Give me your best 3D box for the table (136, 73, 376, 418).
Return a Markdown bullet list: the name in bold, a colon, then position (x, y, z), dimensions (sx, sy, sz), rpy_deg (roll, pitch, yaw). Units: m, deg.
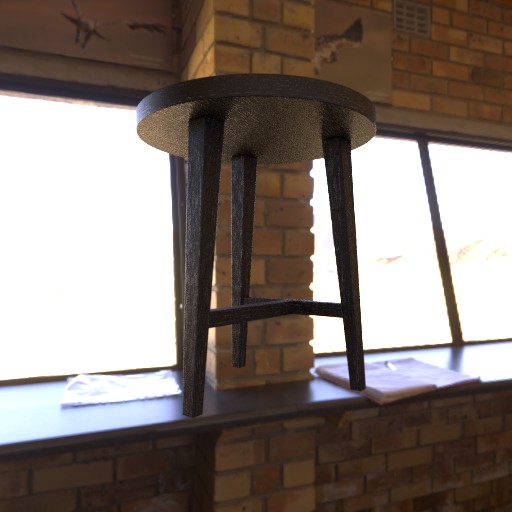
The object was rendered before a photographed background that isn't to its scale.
- **table**: position (0.000, 0.000, 0.759), dimensions (0.399, 0.460, 0.399), rpy_deg (0, -1, 0)
